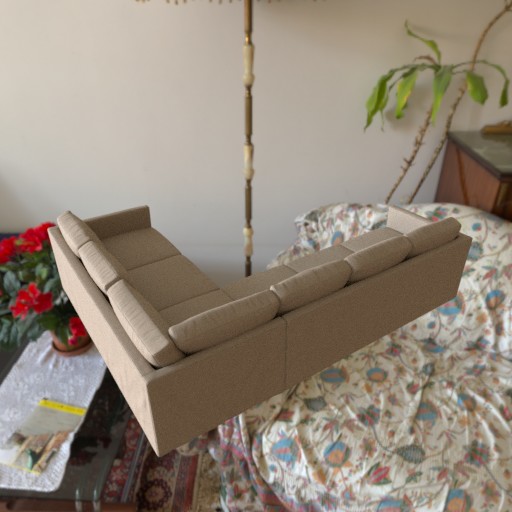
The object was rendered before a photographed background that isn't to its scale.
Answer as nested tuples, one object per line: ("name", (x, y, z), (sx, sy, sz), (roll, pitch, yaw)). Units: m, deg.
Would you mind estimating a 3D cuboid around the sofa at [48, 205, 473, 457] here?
("sofa", (0.000, 0.000, 4.266), (3.182, 0.871, 2.432), (-19, 35, -29))
